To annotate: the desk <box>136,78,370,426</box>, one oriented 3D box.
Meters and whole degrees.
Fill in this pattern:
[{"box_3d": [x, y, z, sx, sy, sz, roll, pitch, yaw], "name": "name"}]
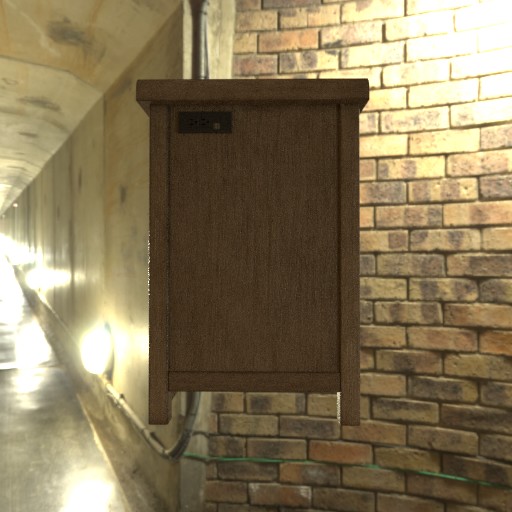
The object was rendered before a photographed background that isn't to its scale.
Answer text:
[{"box_3d": [0.000, 0.000, 1.793, 0.610, 0.912, 1.289, 0, -1, 1], "name": "desk"}]
